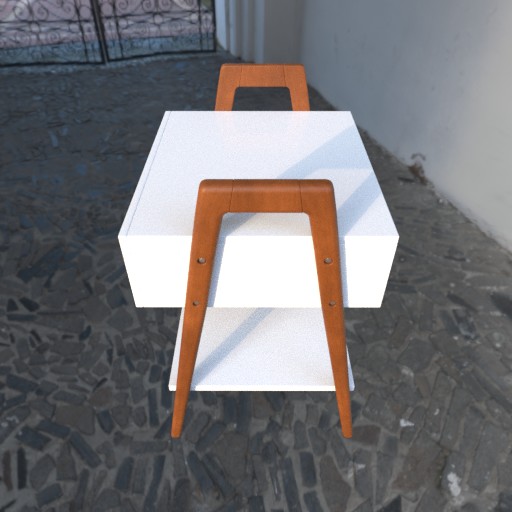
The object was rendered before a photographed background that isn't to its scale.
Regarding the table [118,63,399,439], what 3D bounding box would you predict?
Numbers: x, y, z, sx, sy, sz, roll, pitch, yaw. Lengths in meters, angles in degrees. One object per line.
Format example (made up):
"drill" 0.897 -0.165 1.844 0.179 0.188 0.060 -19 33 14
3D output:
"table" 0.000 0.000 0.896 0.405 0.610 0.457 0 41 0
